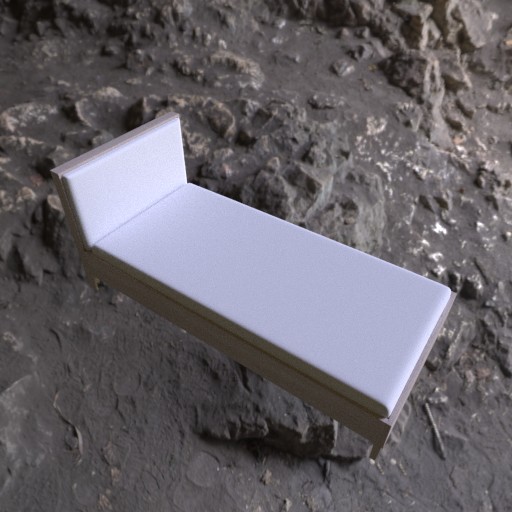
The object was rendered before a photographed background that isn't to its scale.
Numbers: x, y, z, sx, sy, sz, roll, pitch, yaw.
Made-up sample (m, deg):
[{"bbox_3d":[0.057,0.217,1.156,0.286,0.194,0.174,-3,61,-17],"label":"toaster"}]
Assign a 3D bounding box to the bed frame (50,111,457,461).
[{"bbox_3d":[0.000,0.000,2.644,2.140,0.920,0.990,25,47,26],"label":"bed frame"}]
